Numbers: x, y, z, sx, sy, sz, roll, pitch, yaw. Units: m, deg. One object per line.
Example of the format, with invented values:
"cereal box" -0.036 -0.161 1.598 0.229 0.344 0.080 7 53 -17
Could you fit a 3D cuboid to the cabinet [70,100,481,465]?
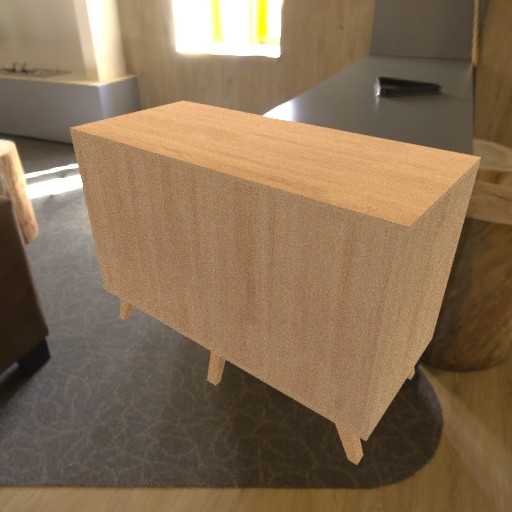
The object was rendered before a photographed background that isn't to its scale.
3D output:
"cabinet" 0.000 0.000 1.488 1.110 0.780 0.500 22 38 32
